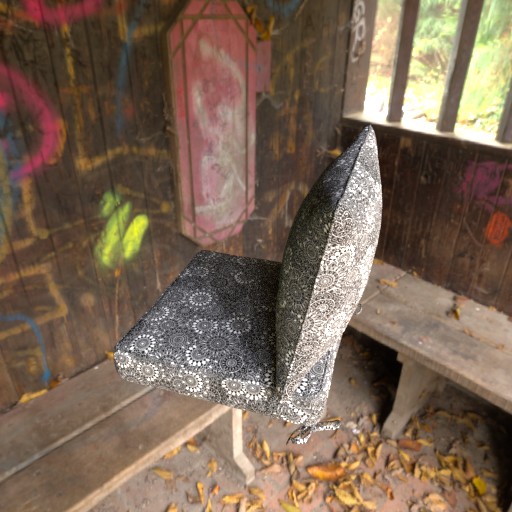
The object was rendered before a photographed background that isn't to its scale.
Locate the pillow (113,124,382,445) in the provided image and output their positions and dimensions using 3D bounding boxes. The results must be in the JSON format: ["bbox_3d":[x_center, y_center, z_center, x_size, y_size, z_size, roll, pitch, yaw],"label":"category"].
[{"bbox_3d":[0.000,0.000,1.429,0.740,0.722,0.798,9,31,15],"label":"pillow"}]
